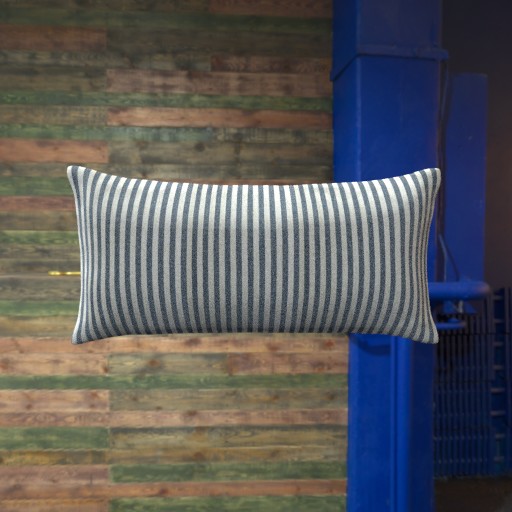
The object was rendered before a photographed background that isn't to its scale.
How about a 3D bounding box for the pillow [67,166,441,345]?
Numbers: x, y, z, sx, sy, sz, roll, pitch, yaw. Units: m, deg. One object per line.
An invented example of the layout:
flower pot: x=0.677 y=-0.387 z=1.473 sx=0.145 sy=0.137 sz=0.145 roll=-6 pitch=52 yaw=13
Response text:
pillow: x=0.000 y=0.000 z=0.737 sx=0.617 sy=0.295 sz=0.151 roll=0 pitch=1 yaw=-1
